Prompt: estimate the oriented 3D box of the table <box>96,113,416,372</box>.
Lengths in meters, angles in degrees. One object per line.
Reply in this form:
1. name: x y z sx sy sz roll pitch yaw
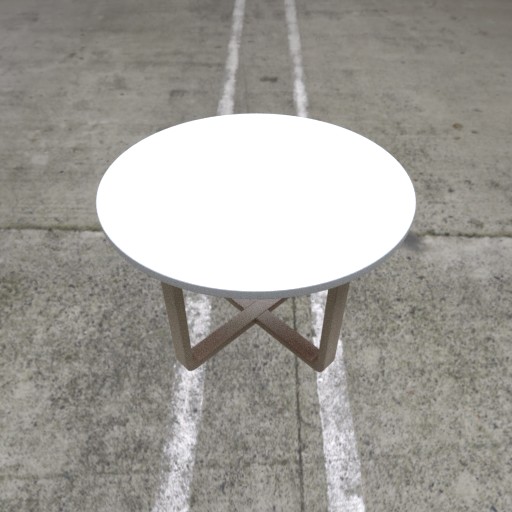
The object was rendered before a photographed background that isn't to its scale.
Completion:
1. table: 0.000 0.000 0.993 0.600 0.400 0.600 0 42 0
